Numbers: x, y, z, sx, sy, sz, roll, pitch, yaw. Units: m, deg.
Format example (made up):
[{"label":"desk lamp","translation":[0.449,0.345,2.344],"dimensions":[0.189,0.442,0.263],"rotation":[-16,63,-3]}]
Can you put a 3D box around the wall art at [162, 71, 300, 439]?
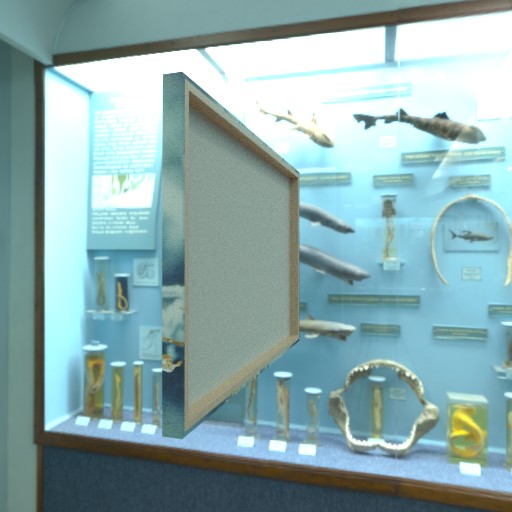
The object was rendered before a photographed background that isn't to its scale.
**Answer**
[{"label":"wall art","translation":[0.000,0.000,1.172],"dimensions":[0.038,0.608,0.912],"rotation":[0,0,18]}]
